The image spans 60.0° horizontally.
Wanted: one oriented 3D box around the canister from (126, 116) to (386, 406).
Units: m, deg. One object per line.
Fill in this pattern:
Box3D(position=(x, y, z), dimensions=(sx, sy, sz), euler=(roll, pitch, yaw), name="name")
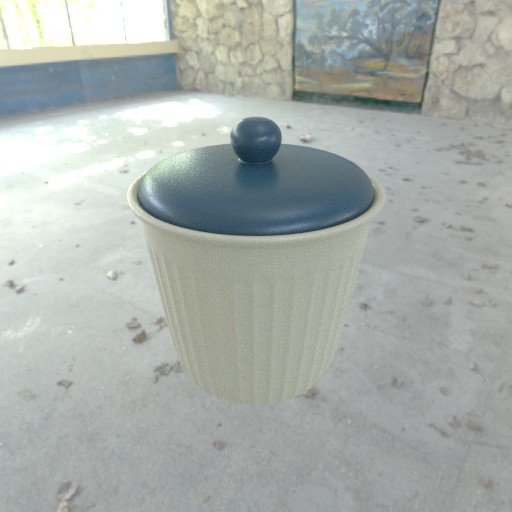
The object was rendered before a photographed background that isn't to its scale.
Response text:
Box3D(position=(0.000, 0.000, 0.347), dimensions=(0.181, 0.211, 0.181), euler=(0, 28, 0), name="canister")
